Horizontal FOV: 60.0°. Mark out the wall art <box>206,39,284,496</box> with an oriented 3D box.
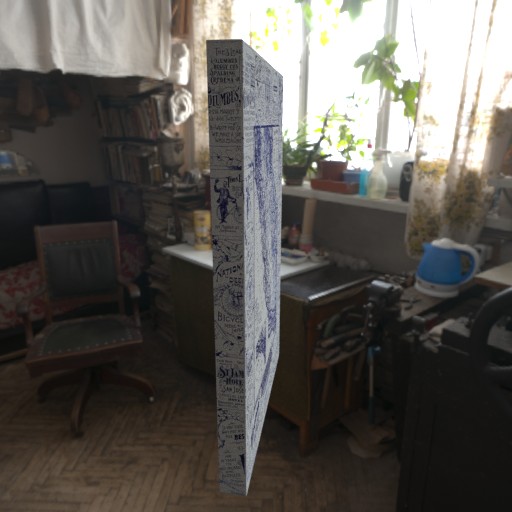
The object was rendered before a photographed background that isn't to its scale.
[{"bbox_3d":[0.000,0.000,0.467,0.025,0.376,0.255,3,17,9],"label":"wall art"}]
